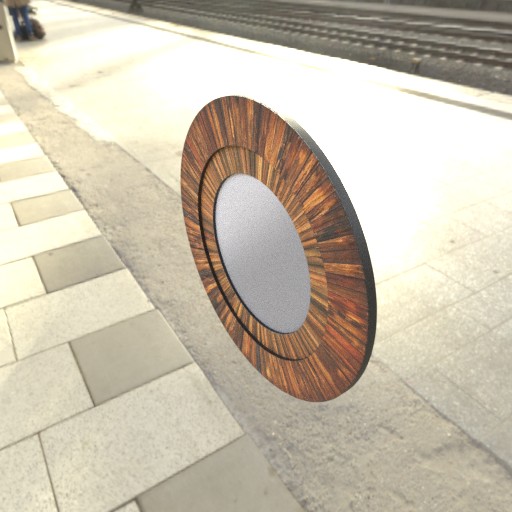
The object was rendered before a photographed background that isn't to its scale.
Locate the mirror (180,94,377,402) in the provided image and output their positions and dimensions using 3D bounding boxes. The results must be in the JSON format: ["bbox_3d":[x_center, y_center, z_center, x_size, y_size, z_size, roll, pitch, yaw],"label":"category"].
[{"bbox_3d":[0.000,0.000,1.562,0.036,1.077,1.077,-21,39,-29],"label":"mirror"}]
